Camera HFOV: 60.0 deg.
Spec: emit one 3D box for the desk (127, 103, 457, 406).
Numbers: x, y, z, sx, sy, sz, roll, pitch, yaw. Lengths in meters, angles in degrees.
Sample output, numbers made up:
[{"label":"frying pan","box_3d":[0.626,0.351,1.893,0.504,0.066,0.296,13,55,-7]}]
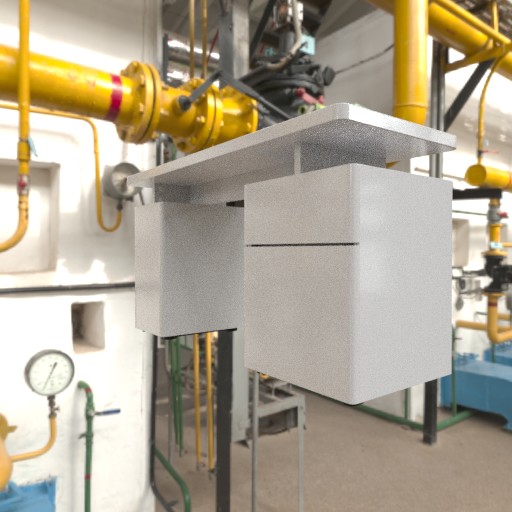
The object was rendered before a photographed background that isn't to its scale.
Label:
[{"label":"desk","box_3d":[0.000,0.000,1.791,0.550,0.762,1.400,-1,1,-37]}]
